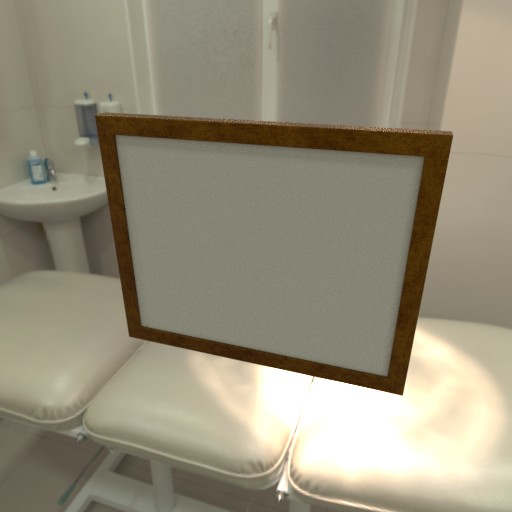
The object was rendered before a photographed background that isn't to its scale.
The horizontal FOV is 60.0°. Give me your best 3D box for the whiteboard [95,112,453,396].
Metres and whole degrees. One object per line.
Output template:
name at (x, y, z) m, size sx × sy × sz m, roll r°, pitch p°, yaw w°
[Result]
whiteboard at (0.000, 0.000, 0.781) m, size 0.561 × 0.457 × 0.029 m, roll 8°, pitch 27°, yaw 16°
